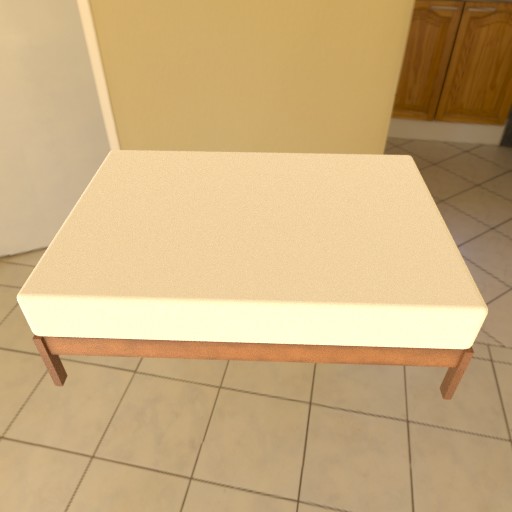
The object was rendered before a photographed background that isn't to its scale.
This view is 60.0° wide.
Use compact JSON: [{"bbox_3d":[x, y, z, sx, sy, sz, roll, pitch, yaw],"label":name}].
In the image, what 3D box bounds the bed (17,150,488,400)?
[{"bbox_3d":[0.000,0.000,2.481,1.927,0.616,1.348,1,40,2],"label":"bed"}]
